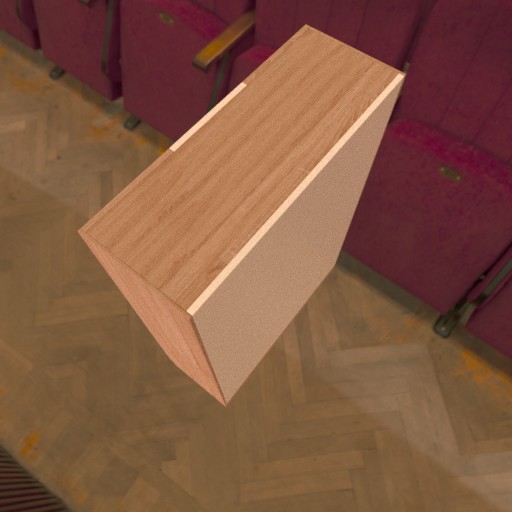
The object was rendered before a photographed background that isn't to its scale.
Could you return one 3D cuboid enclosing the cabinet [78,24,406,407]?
[{"bbox_3d":[0.000,0.000,2.810,0.590,2.120,1.500,35,69,16],"label":"cabinet"}]
